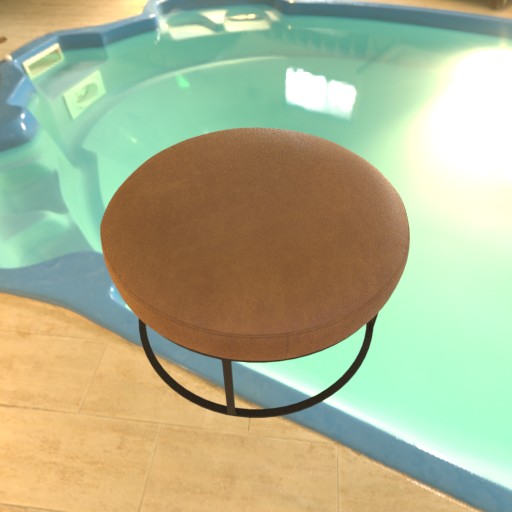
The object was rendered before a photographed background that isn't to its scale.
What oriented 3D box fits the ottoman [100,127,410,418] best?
[{"bbox_3d":[0.000,0.000,1.249,0.771,0.460,0.771,0,46,0],"label":"ottoman"}]
